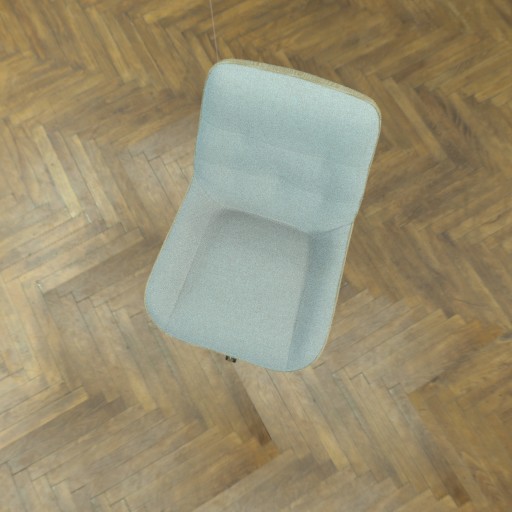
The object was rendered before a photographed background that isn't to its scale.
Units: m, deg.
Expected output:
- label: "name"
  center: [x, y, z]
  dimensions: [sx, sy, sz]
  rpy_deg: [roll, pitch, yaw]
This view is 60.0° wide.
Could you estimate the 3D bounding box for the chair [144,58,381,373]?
- label: "chair"
  center: [0.000, 0.000, 1.359]
  dimensions: [0.564, 0.952, 0.668]
  rpy_deg: [17, 77, 4]
